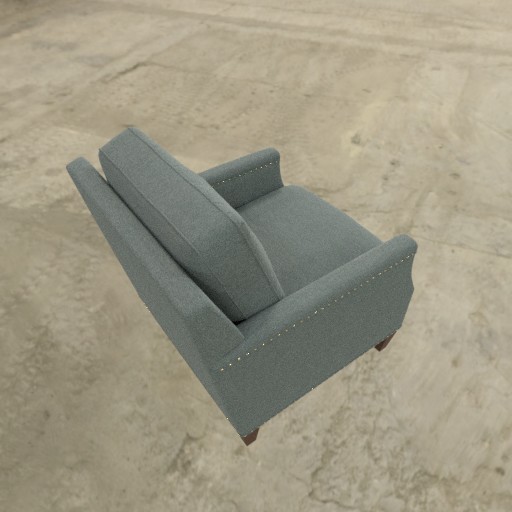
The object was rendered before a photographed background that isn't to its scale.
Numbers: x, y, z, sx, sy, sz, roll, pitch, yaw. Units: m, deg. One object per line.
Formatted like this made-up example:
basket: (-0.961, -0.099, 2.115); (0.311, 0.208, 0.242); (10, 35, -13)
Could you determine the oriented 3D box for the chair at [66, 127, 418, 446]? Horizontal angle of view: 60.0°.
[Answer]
chair: (0.000, 0.000, 1.771); (1.031, 1.031, 0.885); (-26, 48, -26)
